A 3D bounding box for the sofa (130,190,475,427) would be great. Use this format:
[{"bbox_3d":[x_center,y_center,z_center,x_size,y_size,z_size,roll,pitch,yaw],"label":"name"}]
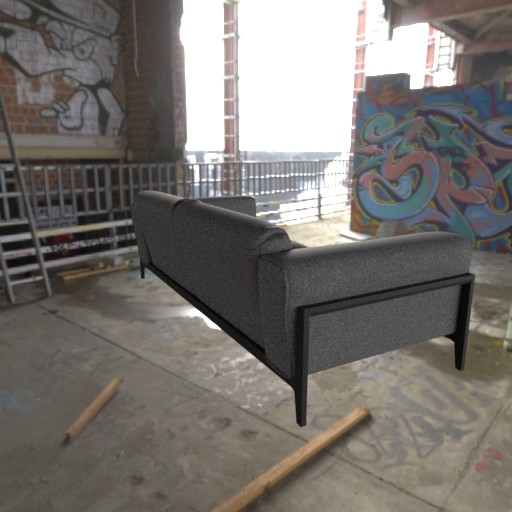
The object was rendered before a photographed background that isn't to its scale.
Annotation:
[{"bbox_3d":[0.000,0.000,2.554,0.985,0.703,2.125,-7,15,-28],"label":"sofa"}]
